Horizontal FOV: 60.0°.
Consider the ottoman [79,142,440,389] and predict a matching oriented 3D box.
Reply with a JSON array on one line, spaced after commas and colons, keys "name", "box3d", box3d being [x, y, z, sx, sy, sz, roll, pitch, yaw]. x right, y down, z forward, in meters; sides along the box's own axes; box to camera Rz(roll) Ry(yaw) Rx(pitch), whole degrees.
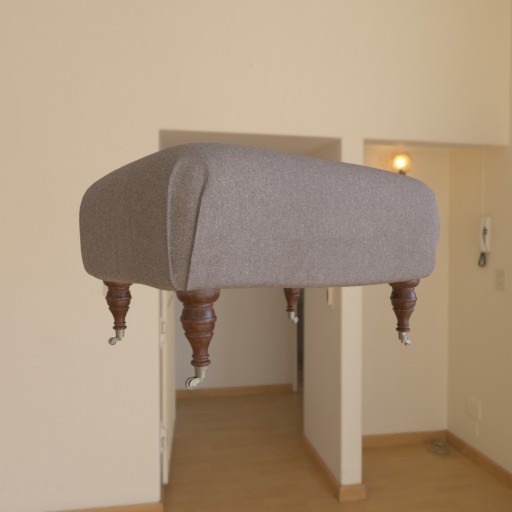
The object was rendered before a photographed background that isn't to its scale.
[{"name": "ottoman", "box3d": [0.000, 0.000, 1.117, 0.747, 0.450, 0.622, 0, 1, -35]}]
